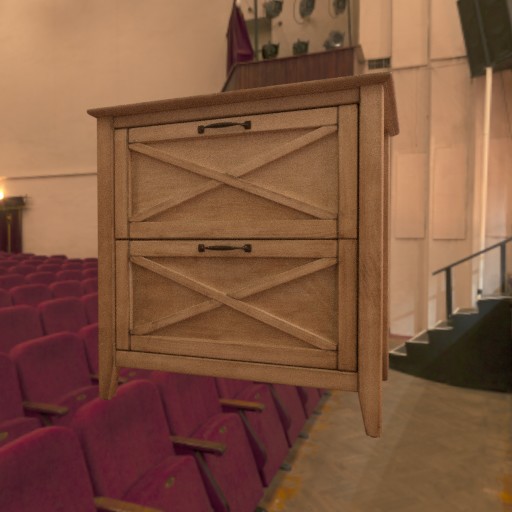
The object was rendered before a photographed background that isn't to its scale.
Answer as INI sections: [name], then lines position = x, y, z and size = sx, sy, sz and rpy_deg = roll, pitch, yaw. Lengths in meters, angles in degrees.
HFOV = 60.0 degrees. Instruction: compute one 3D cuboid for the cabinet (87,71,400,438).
[cabinet]
position = 0.000, 0.000, 1.262
size = 0.763, 0.762, 0.503
rpy_deg = 0, 1, 20
